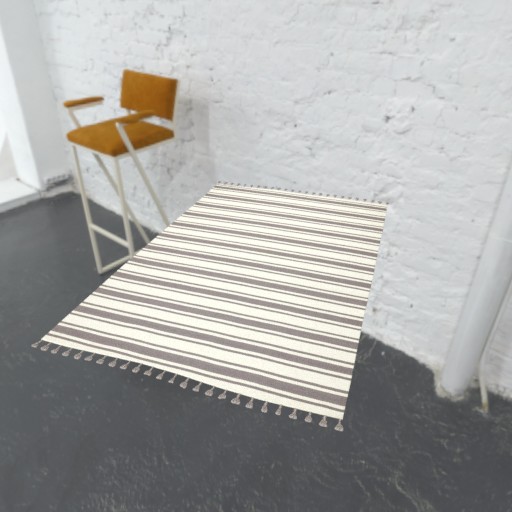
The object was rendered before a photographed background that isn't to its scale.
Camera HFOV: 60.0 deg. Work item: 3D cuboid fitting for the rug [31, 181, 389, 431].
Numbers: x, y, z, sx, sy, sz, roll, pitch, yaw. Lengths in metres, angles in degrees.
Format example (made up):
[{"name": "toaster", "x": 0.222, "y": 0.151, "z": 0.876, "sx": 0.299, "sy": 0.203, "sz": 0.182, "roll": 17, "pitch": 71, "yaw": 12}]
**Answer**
[{"name": "rug", "x": 0.000, "y": 0.000, "z": 2.983, "sx": 1.563, "sy": 0.014, "sz": 2.425, "roll": 10, "pitch": 32, "yaw": 16}]
